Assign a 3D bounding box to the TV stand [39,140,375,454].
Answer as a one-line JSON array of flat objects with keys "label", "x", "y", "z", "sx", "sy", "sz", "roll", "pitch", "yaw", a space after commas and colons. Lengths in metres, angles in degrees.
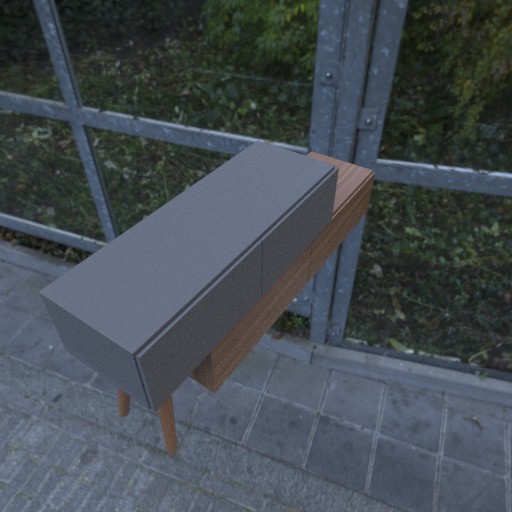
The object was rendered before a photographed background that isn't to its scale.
[{"label": "TV stand", "x": 0.000, "y": 0.000, "z": 1.581, "sx": 0.329, "sy": 0.591, "sz": 1.336, "roll": 24, "pitch": 47, "yaw": 25}]
